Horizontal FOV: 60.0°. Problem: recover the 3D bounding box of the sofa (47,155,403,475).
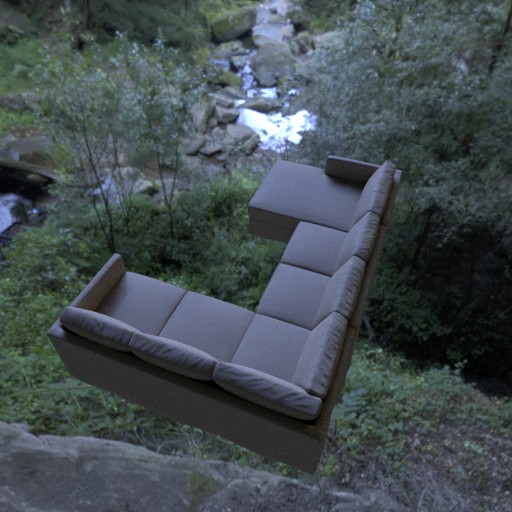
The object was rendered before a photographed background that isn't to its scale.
[{"bbox_3d":[0.000,0.000,4.695,2.476,0.878,3.528,16,49,15],"label":"sofa"}]
